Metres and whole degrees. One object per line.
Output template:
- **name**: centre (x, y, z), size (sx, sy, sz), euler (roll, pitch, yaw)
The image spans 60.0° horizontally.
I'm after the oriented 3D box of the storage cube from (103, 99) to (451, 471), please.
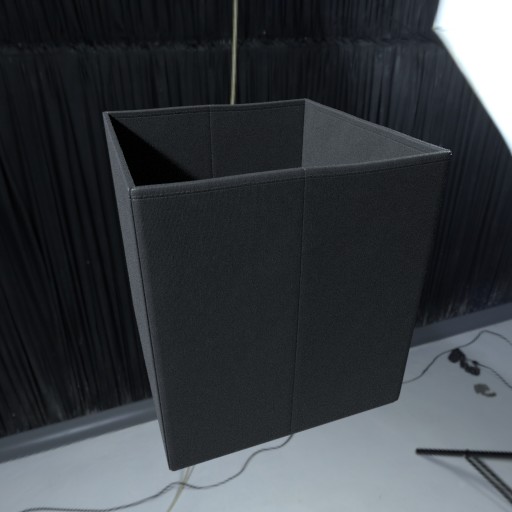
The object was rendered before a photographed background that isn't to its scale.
- **storage cube**: centre (0.000, 0.000, 0.491), size (0.270, 0.280, 0.270), euler (-10, 30, -18)
